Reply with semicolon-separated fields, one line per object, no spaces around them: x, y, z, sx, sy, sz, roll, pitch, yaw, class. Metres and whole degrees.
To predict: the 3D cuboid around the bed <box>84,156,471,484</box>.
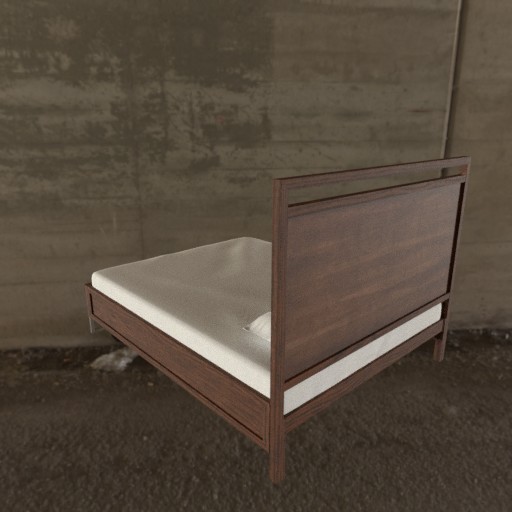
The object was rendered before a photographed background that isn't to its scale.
0.000;0.000;3.307;1.765;1.487;2.218;-15;23;-40;bed
